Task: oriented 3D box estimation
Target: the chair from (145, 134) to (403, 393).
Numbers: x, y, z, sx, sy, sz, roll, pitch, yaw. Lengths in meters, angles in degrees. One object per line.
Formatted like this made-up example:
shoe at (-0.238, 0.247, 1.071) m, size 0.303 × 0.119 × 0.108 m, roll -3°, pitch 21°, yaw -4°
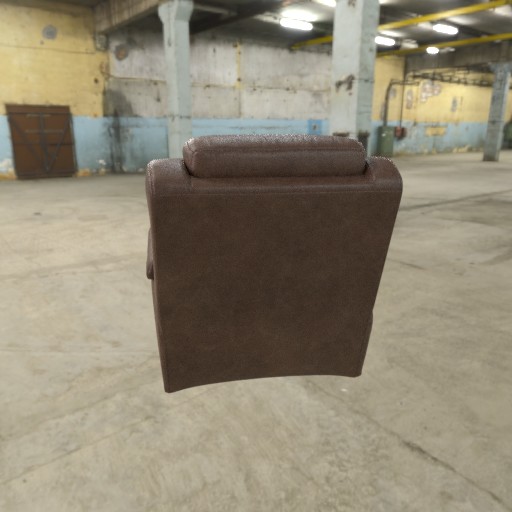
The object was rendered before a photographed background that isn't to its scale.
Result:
chair at (0.000, 0.000, 1.876) m, size 0.940 × 0.990 × 1.067 m, roll -2°, pitch 15°, yaw -9°
